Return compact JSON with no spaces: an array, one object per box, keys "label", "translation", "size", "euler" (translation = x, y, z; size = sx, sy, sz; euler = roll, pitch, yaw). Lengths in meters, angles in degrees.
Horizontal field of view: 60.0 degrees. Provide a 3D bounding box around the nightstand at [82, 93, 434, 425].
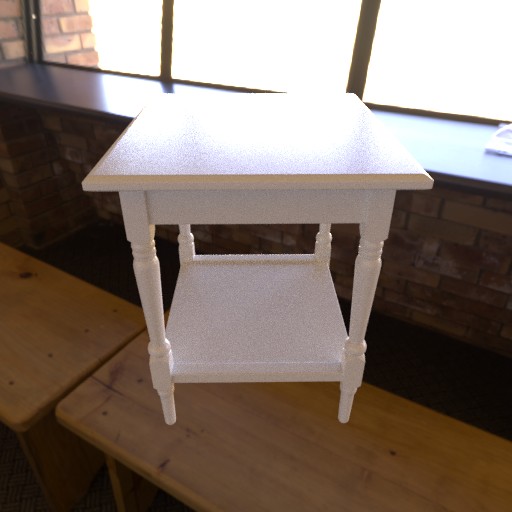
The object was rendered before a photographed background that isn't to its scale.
[{"label":"nightstand","translation":[0.000,0.000,0.935],"size":[0.459,0.555,0.505],"euler":[0,32,-1]}]
